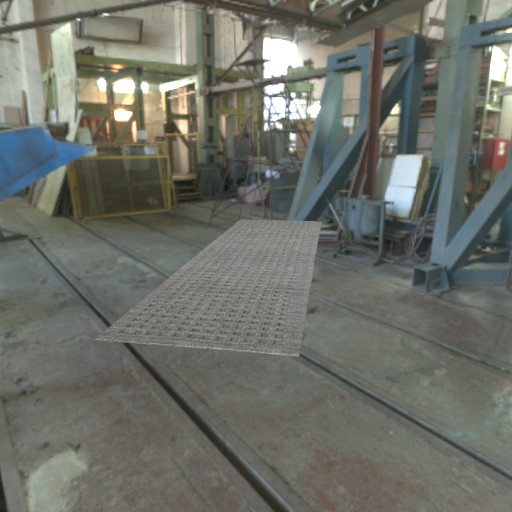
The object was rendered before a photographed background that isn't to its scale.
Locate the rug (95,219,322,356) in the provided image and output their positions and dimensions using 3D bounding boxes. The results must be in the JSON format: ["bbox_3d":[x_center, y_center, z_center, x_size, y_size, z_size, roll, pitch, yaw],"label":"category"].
[{"bbox_3d":[0.000,0.000,2.635,0.706,0.009,2.443,3,15,10],"label":"rug"}]
